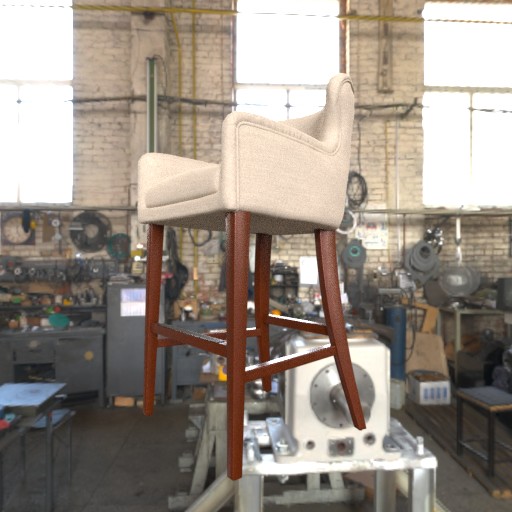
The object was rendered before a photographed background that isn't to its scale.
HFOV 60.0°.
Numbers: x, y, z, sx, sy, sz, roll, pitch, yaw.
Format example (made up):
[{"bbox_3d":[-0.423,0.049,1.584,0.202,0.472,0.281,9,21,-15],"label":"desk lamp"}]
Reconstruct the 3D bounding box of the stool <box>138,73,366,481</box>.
[{"bbox_3d":[0.000,0.000,1.376,0.563,1.034,0.556,0,0,-36],"label":"stool"}]
